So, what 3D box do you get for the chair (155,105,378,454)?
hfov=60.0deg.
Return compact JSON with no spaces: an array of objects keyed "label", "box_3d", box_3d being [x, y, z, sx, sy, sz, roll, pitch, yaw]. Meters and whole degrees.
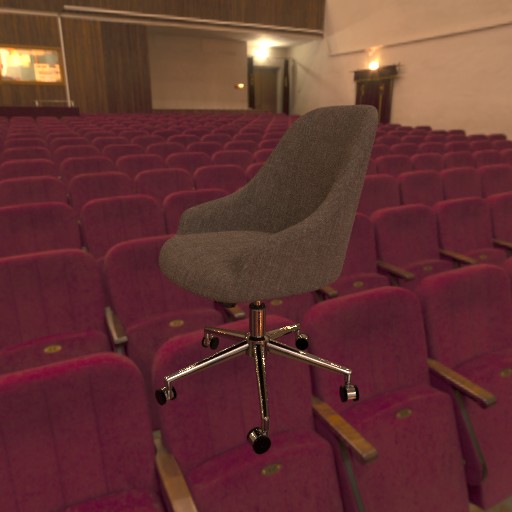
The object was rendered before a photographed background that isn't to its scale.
[{"label":"chair","box_3d":[0.000,0.000,1.465,0.712,0.950,0.671,-9,19,-25]}]
